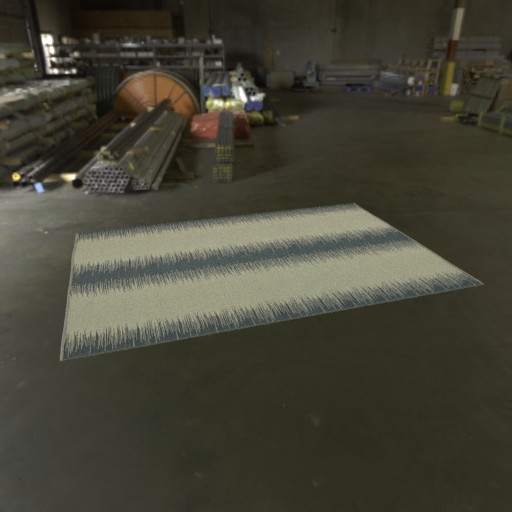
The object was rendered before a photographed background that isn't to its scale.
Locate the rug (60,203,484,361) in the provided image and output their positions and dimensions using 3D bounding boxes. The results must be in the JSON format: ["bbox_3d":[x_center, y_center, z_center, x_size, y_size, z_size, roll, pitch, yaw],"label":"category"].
[{"bbox_3d":[0.000,0.000,2.346,1.854,0.006,1.234,-8,26,-16],"label":"rug"}]
